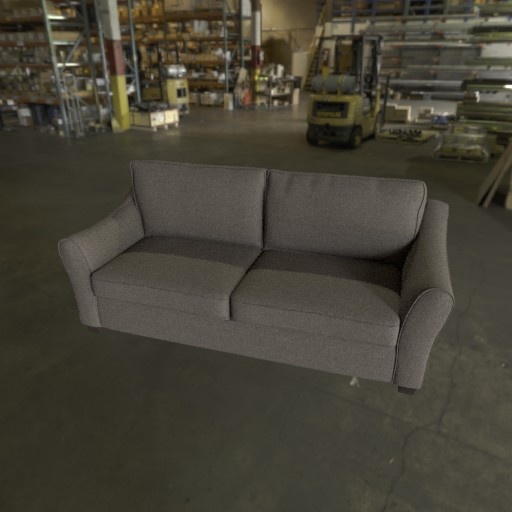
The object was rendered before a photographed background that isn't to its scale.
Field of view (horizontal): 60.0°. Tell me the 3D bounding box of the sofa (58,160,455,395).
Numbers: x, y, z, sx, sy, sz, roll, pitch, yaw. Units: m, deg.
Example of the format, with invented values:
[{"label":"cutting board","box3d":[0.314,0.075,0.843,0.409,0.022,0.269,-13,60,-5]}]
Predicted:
[{"label":"sofa","box3d":[0.000,0.000,2.741,2.203,0.976,1.013,7,25,16]}]
